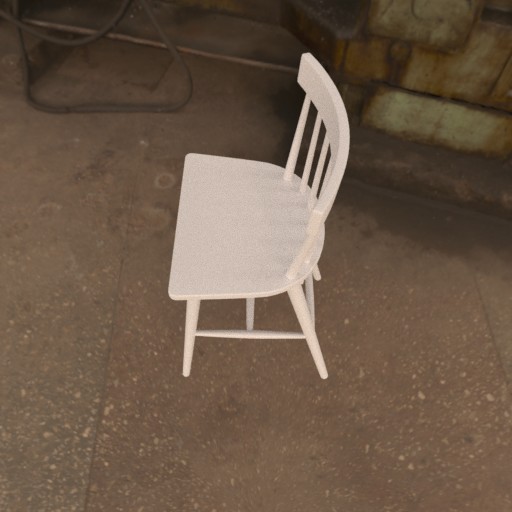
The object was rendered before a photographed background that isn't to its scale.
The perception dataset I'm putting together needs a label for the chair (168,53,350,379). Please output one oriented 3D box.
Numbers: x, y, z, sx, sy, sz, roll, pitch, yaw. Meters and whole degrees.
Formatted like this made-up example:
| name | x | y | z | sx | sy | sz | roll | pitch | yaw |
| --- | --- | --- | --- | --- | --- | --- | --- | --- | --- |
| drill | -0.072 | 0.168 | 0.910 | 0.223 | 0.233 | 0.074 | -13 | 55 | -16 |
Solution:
| name | x | y | z | sx | sy | sz | roll | pitch | yaw |
| --- | --- | --- | --- | --- | --- | --- | --- | --- | --- |
| chair | 0.000 | 0.000 | 1.395 | 0.572 | 1.092 | 0.483 | 1 | 59 | 0 |
